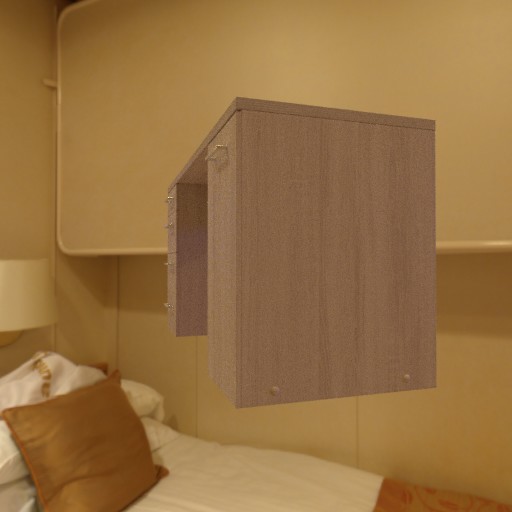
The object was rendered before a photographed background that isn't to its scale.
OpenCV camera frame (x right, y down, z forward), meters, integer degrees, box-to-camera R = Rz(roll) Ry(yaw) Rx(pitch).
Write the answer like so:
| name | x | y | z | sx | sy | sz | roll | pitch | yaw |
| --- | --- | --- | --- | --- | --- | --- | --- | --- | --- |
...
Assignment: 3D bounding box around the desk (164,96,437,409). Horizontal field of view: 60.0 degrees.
| name | x | y | z | sx | sy | sz | roll | pitch | yaw |
| --- | --- | --- | --- | --- | --- | --- | --- | --- | --- |
| desk | 0.000 | 0.000 | 1.790 | 0.600 | 0.740 | 1.390 | 0 | -1 | -18 |
